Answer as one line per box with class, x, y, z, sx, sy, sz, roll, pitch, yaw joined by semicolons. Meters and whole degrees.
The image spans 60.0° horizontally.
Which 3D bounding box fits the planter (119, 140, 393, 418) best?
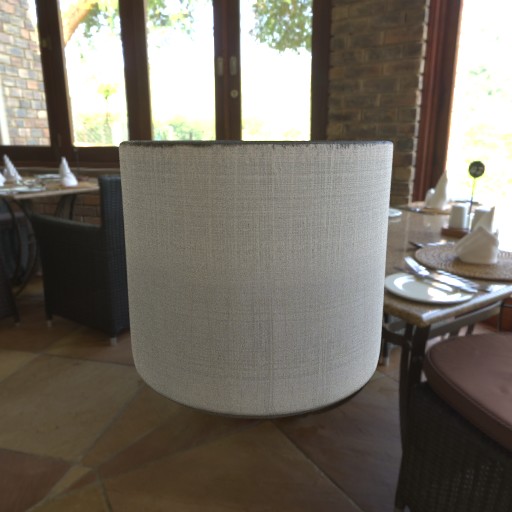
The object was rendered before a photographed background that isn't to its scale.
planter;0.000;0.000;0.398;0.226;0.201;0.226;0;15;0
